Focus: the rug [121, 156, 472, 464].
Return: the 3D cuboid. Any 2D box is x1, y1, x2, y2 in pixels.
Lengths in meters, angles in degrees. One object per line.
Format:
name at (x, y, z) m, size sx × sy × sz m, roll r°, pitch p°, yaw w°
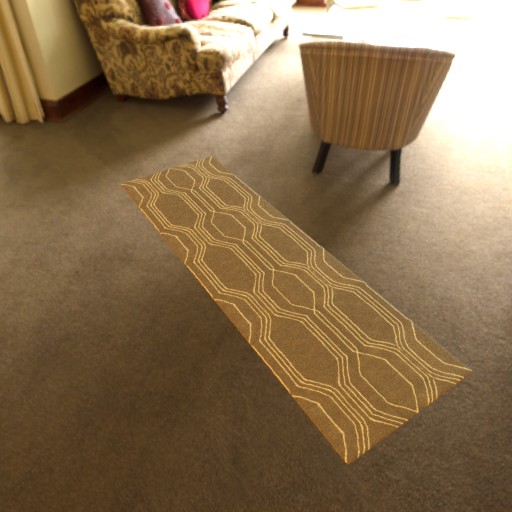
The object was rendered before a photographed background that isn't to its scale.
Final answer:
rug at (0.000, 0.000, 2.665) m, size 0.773 × 0.012 × 2.464 m, roll -24°, pitch 46°, yaw -25°
